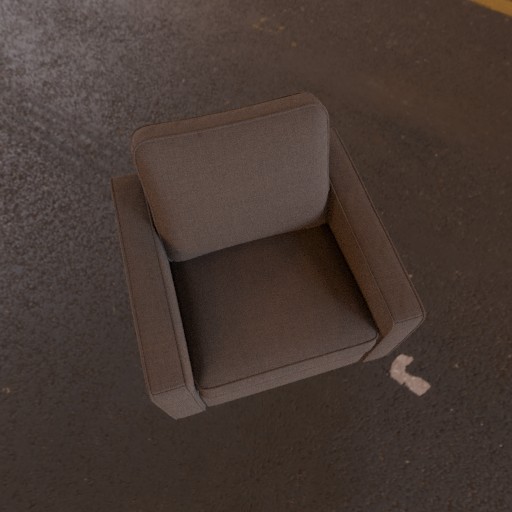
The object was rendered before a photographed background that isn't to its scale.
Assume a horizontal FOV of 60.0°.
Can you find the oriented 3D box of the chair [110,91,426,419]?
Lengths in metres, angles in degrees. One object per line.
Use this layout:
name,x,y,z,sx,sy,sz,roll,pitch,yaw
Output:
chair,0.000,0.000,1.778,1.017,0.919,0.940,-15,64,-7
